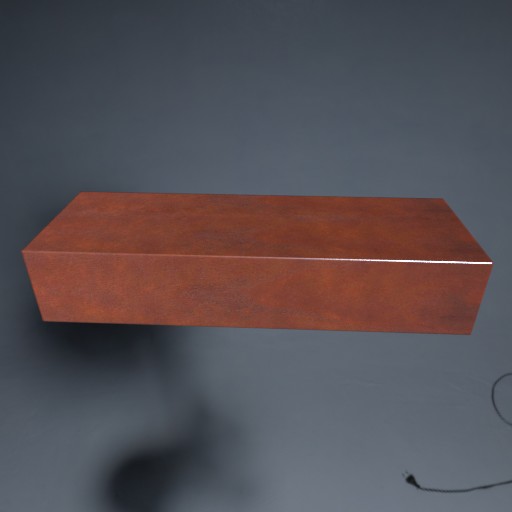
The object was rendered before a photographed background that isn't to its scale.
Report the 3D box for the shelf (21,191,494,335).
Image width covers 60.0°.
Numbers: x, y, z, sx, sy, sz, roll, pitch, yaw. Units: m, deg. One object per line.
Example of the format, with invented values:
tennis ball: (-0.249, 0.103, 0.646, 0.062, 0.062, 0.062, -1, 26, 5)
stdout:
shelf: (0.000, 0.000, 0.516, 0.457, 0.088, 0.152, 1, 31, 2)
